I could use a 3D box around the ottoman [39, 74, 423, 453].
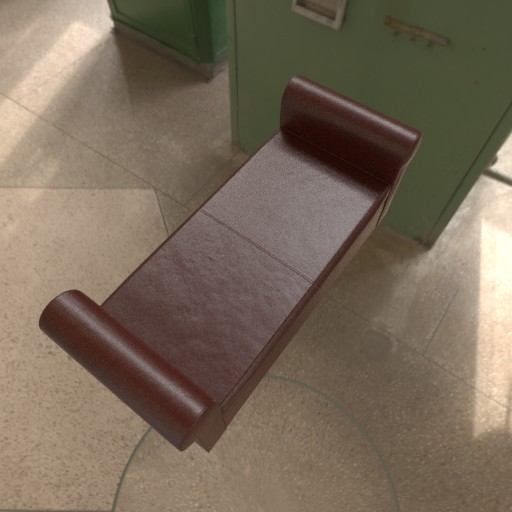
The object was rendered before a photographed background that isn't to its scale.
[{"bbox_3d":[0.000,0.000,1.543,0.521,0.547,1.256,33,65,18],"label":"ottoman"}]
